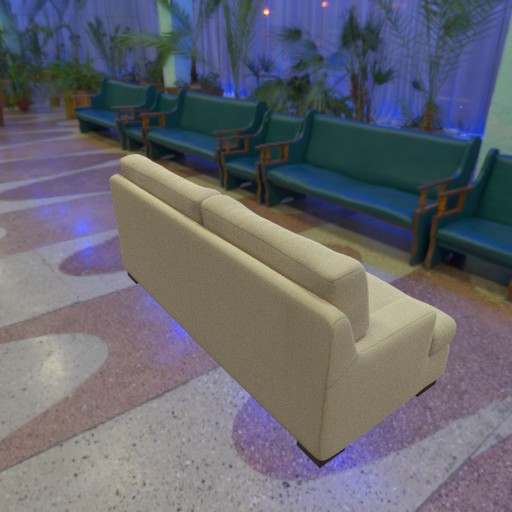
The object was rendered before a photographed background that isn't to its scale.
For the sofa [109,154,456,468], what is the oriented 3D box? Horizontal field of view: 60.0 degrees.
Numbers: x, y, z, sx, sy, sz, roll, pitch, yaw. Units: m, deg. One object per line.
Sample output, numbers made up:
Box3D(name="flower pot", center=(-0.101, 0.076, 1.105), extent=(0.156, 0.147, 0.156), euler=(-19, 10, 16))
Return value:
Box3D(name="sofa", center=(0.000, 0.000, 2.647), extent=(0.929, 0.925, 2.147), euler=(-19, 33, -32))
